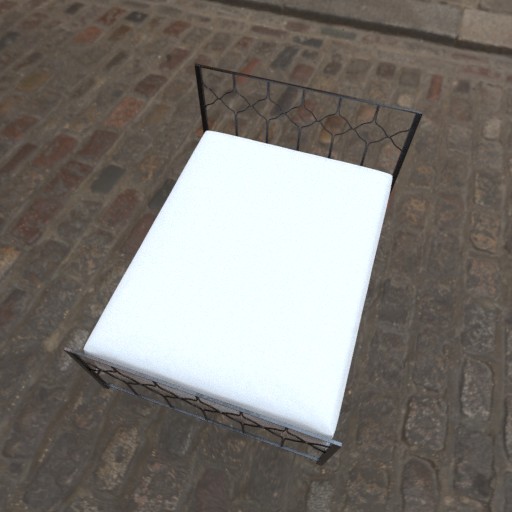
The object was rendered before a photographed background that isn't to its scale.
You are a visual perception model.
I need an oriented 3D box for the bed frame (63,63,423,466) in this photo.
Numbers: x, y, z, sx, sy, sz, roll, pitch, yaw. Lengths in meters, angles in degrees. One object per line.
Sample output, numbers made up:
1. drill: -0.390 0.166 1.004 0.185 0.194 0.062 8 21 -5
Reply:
1. bed frame: 0.000 0.000 3.018 1.597 1.222 2.063 16 60 10
